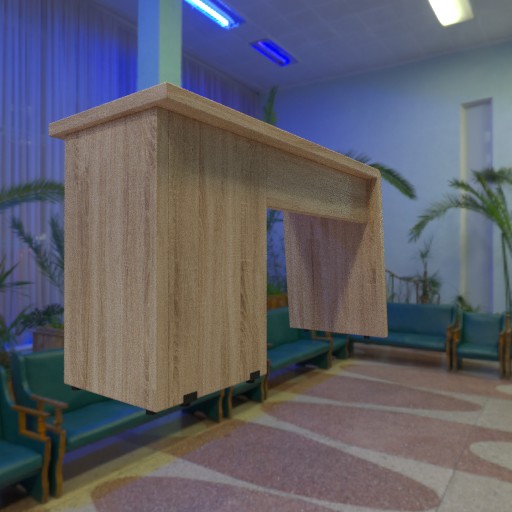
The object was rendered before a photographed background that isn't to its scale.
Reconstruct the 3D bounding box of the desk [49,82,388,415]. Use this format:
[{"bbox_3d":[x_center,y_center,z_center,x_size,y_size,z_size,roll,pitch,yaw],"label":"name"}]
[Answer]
[{"bbox_3d":[0.000,0.000,1.628,0.500,0.750,1.300,0,-1,37],"label":"desk"}]
